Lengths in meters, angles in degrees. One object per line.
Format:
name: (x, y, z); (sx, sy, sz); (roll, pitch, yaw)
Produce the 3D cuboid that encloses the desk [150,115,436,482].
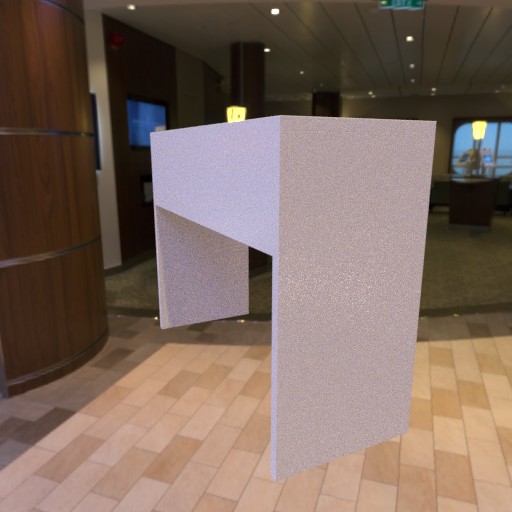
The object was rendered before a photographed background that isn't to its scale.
desk: (0.000, 0.000, 1.429); (0.400, 0.790, 1.000); (-7, 15, -26)
